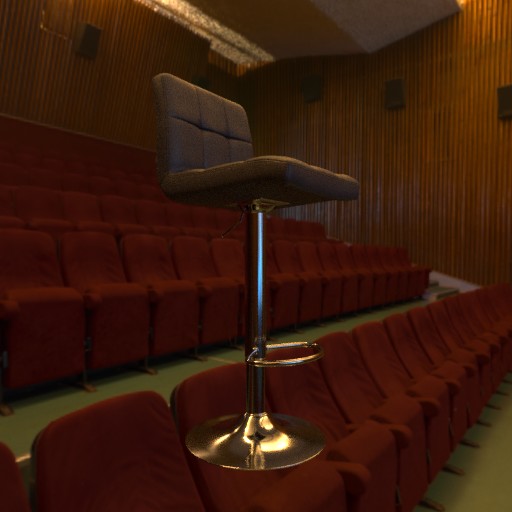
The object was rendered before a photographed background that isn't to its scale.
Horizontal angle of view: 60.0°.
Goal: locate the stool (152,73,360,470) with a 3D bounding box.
[{"bbox_3d":[0.000,0.000,1.355,0.505,1.115,0.430,0,0,37],"label":"stool"}]
